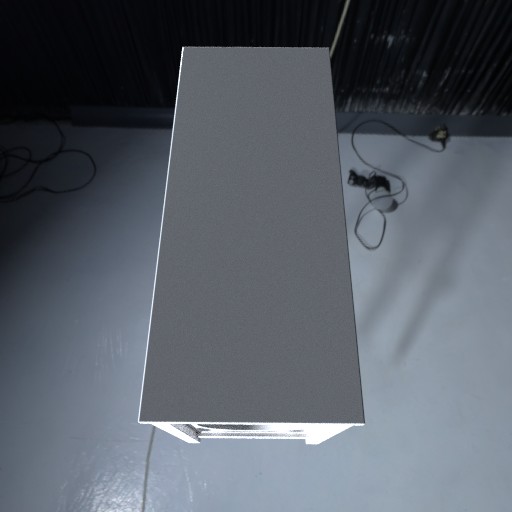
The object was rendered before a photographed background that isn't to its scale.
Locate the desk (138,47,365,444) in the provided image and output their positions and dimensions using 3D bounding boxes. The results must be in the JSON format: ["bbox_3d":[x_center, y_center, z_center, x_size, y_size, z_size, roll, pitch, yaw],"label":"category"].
[{"bbox_3d":[0.000,0.000,1.568,0.504,0.762,1.191,0,64,0],"label":"desk"}]
